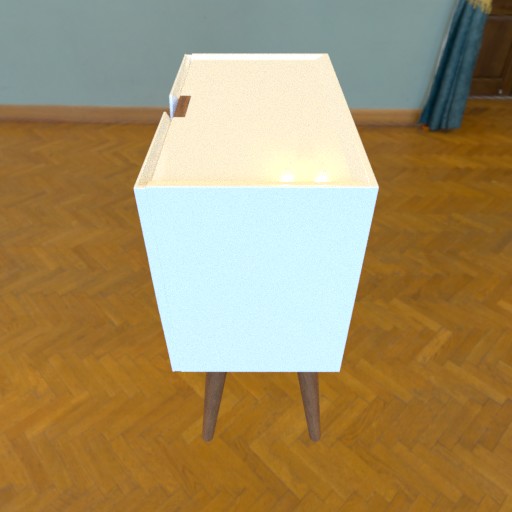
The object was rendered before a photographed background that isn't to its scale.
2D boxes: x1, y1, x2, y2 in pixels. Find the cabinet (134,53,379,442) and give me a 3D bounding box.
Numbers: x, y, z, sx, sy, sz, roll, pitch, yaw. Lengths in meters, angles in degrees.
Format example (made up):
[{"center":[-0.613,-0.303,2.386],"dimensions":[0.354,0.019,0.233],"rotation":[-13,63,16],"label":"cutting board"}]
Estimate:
[{"center":[0.000,0.000,1.092],"dimensions":[0.344,0.772,0.591],"rotation":[0,41,0],"label":"cabinet"}]
